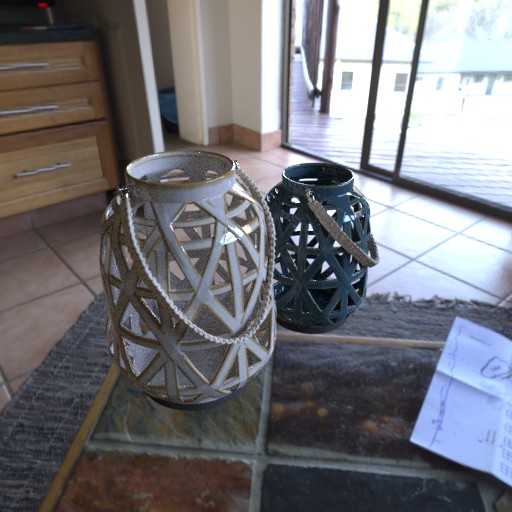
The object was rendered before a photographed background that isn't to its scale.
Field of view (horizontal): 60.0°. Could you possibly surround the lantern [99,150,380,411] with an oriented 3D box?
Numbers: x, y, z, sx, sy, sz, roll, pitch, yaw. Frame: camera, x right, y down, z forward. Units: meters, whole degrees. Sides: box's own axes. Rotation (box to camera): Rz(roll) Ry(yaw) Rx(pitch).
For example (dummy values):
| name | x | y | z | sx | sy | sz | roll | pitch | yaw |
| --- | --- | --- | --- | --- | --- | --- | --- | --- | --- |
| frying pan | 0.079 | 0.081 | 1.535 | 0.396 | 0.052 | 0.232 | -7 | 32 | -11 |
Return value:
| name | x | y | z | sx | sy | sz | roll | pitch | yaw |
| --- | --- | --- | --- | --- | --- | --- | --- | --- | --- |
| lantern | 0.000 | 0.000 | 0.635 | 0.439 | 0.307 | 0.245 | -22 | 36 | -33 |
